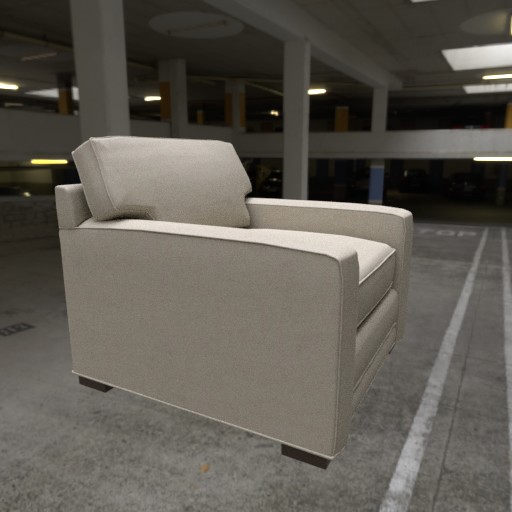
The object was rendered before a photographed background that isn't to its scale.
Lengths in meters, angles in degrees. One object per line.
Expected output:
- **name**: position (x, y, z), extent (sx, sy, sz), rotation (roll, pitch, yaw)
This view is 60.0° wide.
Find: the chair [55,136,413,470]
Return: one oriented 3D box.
- **chair**: position (0.000, 0.000, 1.755), extent (1.043, 0.913, 0.998), rotation (7, 15, 28)
